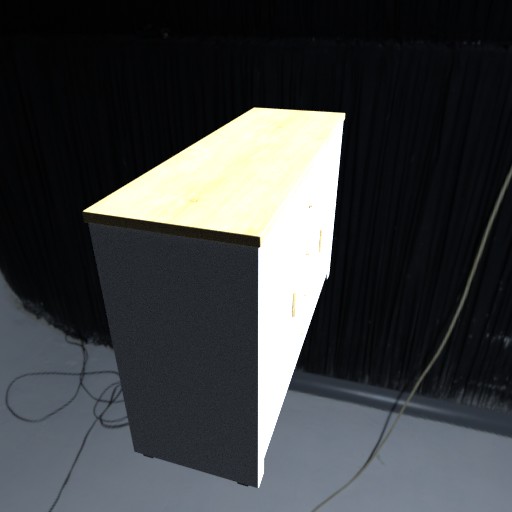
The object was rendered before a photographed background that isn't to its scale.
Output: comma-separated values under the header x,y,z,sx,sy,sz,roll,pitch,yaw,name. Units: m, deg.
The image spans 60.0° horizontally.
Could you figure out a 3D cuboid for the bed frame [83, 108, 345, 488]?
x,y,z,sx,sy,sz,roll,pitch,yaw,name
0.000,0.000,1.710,0.430,0.850,1.300,9,30,15,bed frame
